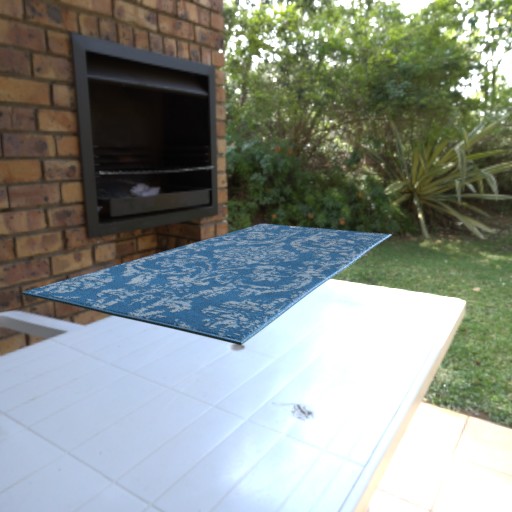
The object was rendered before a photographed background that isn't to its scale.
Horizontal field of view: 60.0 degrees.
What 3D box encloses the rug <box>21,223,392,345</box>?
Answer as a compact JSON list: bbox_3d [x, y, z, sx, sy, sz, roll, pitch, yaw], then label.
[{"bbox_3d":[0.000,0.000,1.426,0.604,0.007,1.219,7,15,28],"label":"rug"}]
